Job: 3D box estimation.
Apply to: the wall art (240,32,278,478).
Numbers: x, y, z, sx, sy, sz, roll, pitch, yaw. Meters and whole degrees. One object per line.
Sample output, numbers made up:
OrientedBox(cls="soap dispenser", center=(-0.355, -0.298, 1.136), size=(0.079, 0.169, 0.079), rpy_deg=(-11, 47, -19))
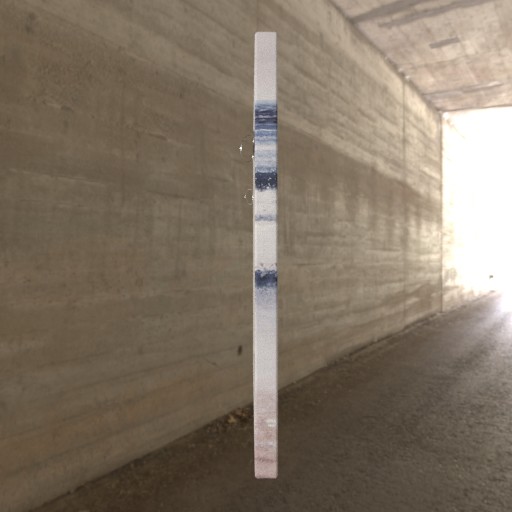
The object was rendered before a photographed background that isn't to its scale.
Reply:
OrientedBox(cls="wall art", center=(0.000, 0.000, 1.116), size=(0.065, 0.747, 0.755), rpy_deg=(0, 0, -1))
